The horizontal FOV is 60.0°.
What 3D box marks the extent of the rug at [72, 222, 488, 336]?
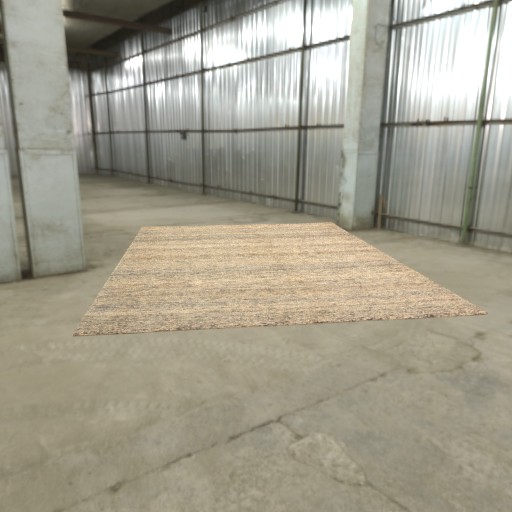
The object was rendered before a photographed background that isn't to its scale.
[{"bbox_3d":[0.000,0.000,4.066,2.414,0.036,3.199,-2,14,-7],"label":"rug"}]
